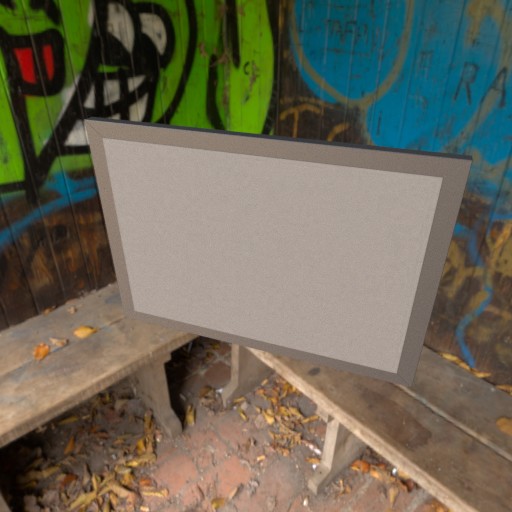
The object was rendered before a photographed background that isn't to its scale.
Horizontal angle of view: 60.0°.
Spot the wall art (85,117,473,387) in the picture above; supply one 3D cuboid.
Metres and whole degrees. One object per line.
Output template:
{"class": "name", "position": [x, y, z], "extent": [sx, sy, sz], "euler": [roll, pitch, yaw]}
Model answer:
{"class": "wall art", "position": [0.000, 0.000, 0.559], "extent": [0.432, 0.306, 0.016], "euler": [10, 33, 16]}
